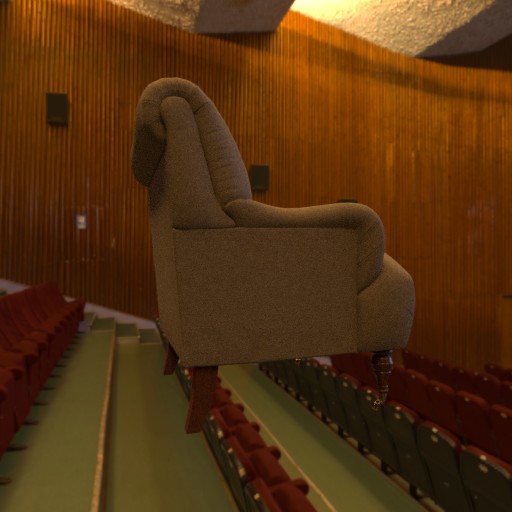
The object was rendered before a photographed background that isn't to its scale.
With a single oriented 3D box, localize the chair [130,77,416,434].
[{"bbox_3d":[0.000,0.000,1.566,0.843,0.942,0.766,0,0,-17],"label":"chair"}]
